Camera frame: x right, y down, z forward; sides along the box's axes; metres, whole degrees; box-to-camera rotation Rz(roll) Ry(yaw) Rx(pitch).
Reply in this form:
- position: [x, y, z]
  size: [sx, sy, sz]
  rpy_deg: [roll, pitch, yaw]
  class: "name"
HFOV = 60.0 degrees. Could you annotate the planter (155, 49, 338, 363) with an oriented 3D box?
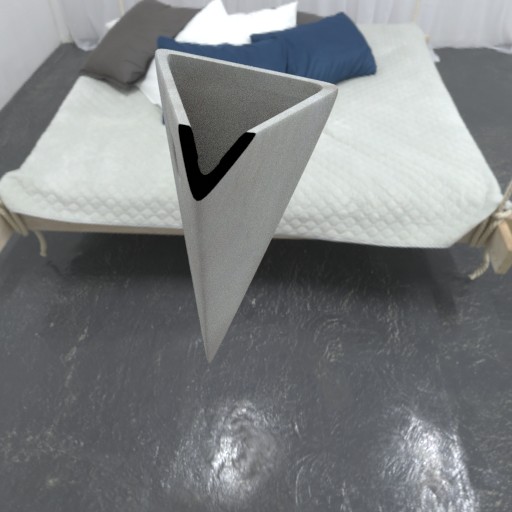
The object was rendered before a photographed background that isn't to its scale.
- position: [0.000, 0.000, 0.161]
  size: [0.047, 0.130, 0.058]
  rpy_deg: [-12, 48, -11]
  class: "planter"
